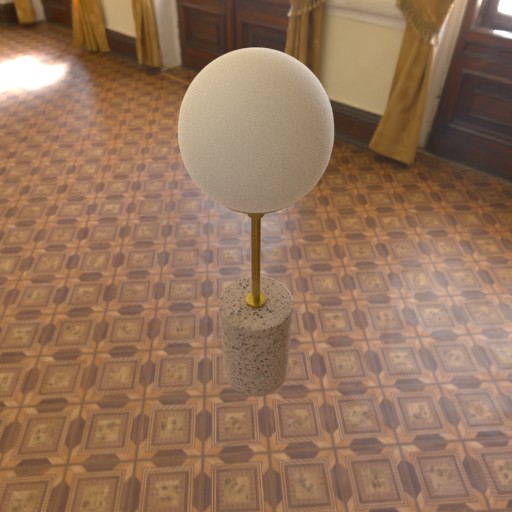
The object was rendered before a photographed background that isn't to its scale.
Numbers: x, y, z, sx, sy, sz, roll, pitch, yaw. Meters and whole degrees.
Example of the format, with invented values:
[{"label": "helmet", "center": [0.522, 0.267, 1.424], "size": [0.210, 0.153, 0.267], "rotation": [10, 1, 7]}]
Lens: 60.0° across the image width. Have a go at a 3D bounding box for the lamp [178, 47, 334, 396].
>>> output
[{"label": "lamp", "center": [0.000, 0.000, 0.549], "size": [0.153, 0.480, 0.153], "rotation": [0, 42, 0]}]
